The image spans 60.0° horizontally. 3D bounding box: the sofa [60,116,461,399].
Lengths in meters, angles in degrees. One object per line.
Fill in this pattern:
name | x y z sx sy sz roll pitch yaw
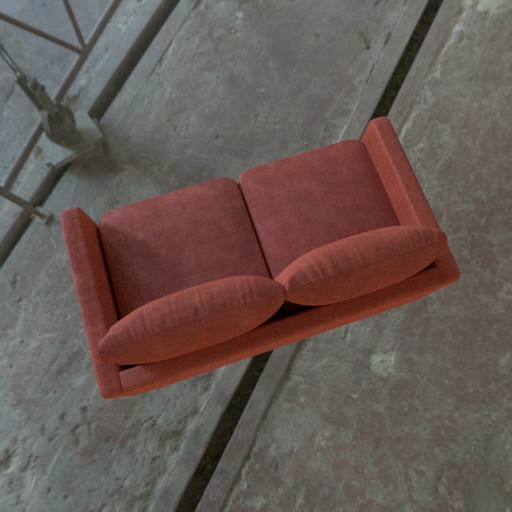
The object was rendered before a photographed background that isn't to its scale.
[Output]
sofa | 0.000 0.000 2.120 1.574 0.896 0.864 -18 76 -5
